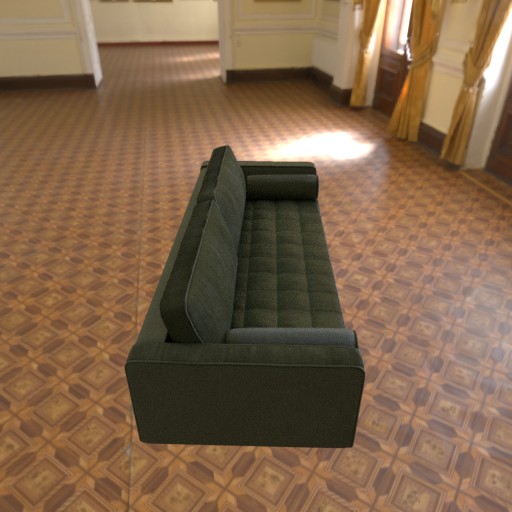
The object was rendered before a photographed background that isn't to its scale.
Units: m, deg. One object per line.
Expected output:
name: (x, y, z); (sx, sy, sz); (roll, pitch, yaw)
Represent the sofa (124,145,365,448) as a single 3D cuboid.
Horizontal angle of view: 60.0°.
sofa: (0.000, 0.000, 2.646); (0.918, 0.769, 2.199); (1, 32, 1)
